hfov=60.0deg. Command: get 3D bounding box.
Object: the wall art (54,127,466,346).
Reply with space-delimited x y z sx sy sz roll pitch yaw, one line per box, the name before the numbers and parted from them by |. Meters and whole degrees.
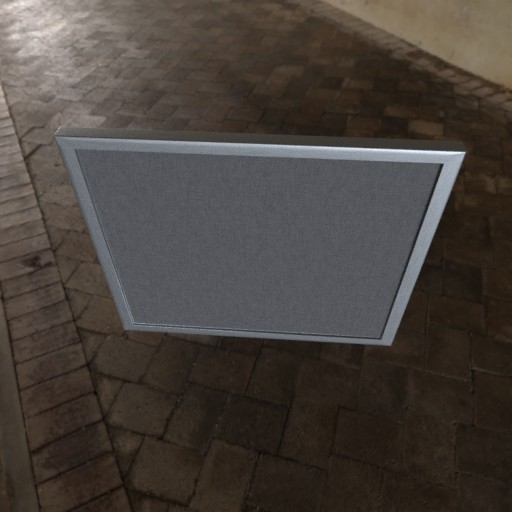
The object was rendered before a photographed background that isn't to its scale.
wall art | 0.000 0.000 0.766 0.556 0.457 0.028 3 45 3
